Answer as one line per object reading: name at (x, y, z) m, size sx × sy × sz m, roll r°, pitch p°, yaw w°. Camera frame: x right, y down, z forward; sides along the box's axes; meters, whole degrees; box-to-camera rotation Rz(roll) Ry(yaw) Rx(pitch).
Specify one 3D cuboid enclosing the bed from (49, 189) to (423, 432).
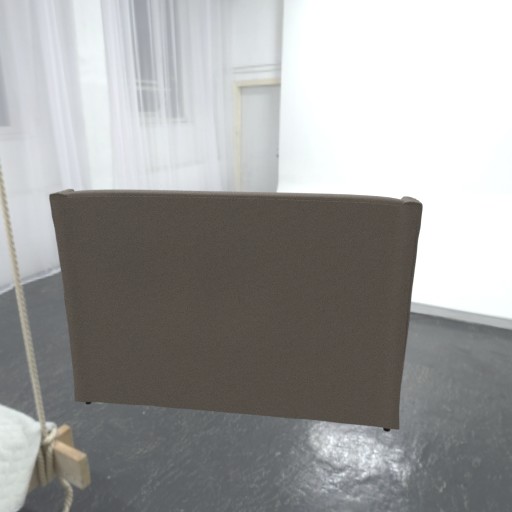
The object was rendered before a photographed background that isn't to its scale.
bed at (0.000, 0.000, 3.454) m, size 1.925 × 1.332 × 2.276 m, roll 2°, pitch 17°, yaw 8°
